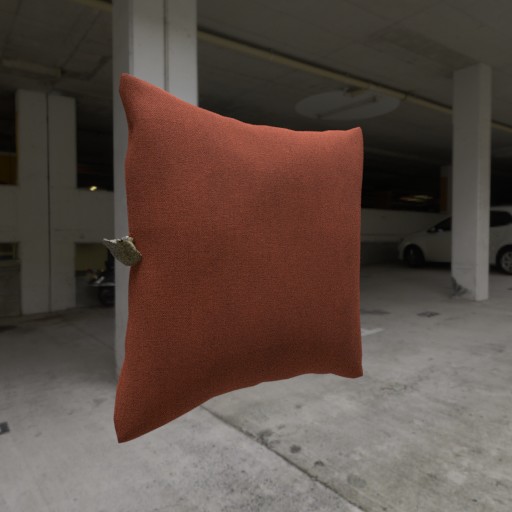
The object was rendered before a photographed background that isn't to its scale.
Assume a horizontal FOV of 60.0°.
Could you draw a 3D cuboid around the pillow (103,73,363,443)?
[{"bbox_3d":[0.000,0.000,0.725,0.490,0.482,0.165,-2,3,-36],"label":"pillow"}]
